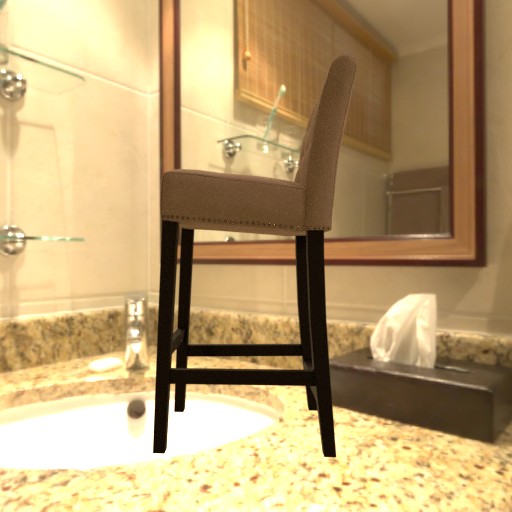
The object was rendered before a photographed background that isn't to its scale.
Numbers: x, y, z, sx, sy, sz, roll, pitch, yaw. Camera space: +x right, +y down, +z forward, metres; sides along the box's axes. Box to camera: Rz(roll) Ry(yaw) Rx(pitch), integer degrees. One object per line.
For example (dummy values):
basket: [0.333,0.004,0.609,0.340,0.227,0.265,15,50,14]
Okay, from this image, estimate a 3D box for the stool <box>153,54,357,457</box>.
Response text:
stool: [0.000,0.000,1.335,0.548,1.047,0.411,0,0,0]
